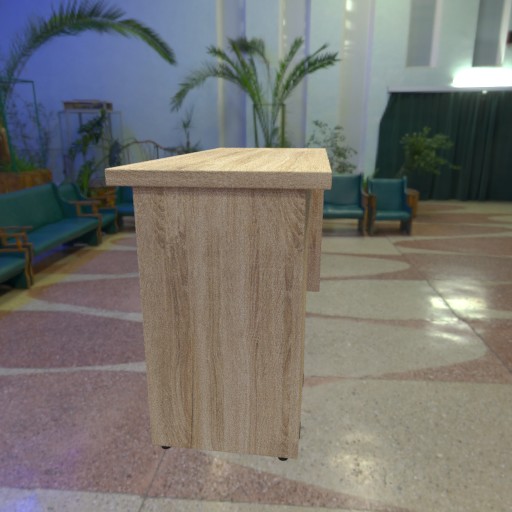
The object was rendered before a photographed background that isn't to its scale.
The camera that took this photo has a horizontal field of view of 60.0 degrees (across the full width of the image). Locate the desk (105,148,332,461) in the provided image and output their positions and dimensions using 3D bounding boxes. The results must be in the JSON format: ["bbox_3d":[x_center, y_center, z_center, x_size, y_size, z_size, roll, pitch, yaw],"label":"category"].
[{"bbox_3d":[0.000,0.000,1.673,0.500,0.750,1.300,2,16,8],"label":"desk"}]
